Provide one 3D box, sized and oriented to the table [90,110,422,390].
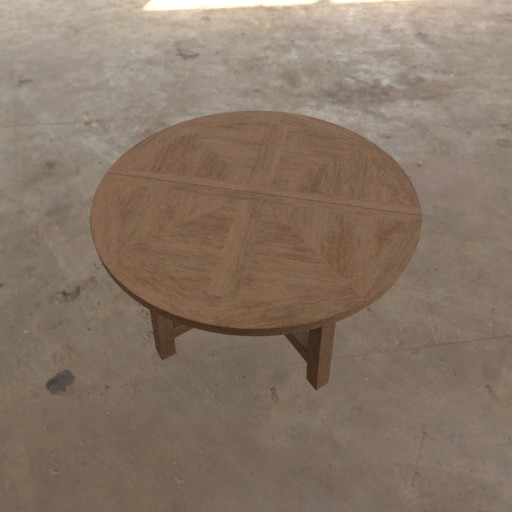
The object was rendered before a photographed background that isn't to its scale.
[{"bbox_3d":[0.000,0.000,2.096,1.319,0.762,1.319,0,47,0],"label":"table"}]
